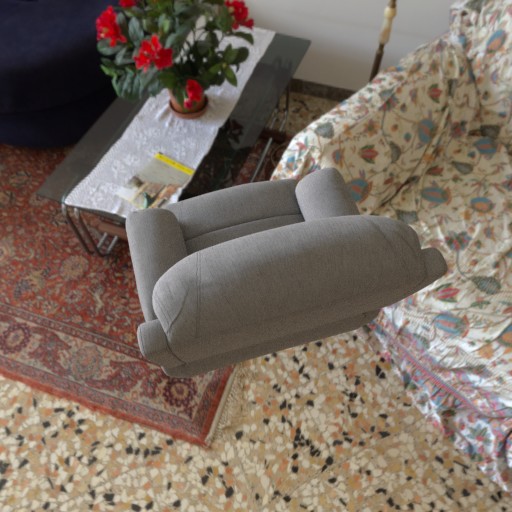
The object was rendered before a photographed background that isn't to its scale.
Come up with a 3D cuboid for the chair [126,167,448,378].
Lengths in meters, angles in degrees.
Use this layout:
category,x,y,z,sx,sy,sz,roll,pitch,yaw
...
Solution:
category,x,y,z,sx,sy,sz,roll,pitch,yaw
chair,0.000,0.000,1.728,0.930,1.011,0.899,-14,58,-9
